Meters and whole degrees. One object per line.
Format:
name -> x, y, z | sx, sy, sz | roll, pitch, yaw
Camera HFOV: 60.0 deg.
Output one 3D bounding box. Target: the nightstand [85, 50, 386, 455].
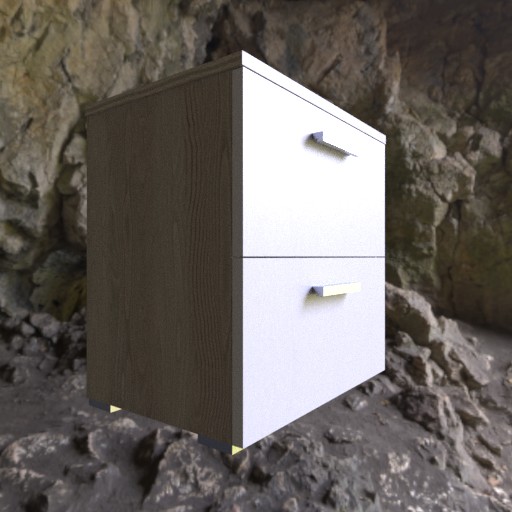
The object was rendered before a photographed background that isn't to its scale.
nightstand -> 0.000, 0.000, 0.761 | 0.325, 0.461, 0.442 | 0, 0, 37
